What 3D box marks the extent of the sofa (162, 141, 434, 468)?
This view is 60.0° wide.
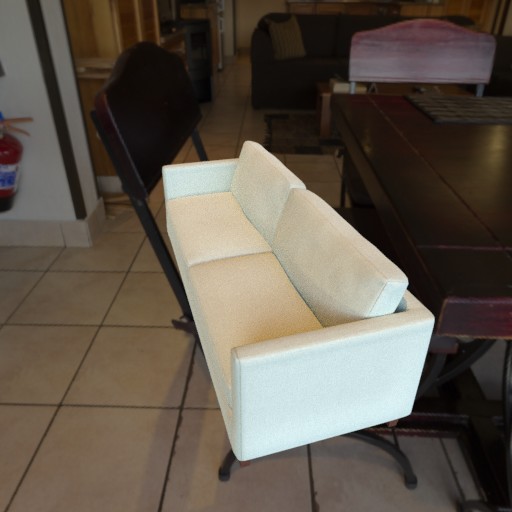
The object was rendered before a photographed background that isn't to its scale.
[{"bbox_3d":[0.000,0.000,2.957,0.948,0.965,2.434,-9,31,-15],"label":"sofa"}]
